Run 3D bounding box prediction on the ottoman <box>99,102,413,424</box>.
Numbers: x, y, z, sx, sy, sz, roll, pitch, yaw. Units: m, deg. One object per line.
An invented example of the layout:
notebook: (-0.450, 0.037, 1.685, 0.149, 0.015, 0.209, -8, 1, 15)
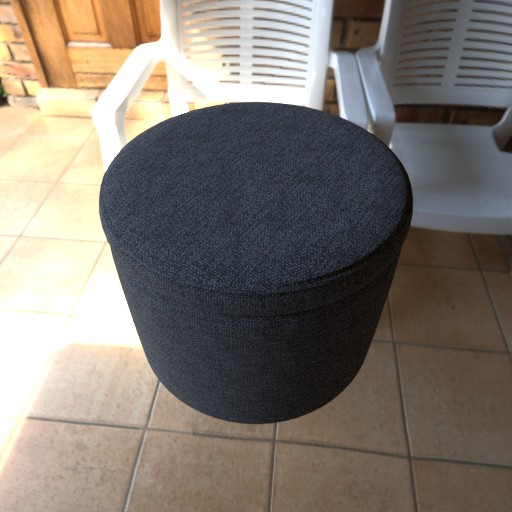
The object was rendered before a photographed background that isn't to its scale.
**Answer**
ottoman: (0.000, 0.000, 0.878, 0.520, 0.430, 0.520, 0, 46, 0)
